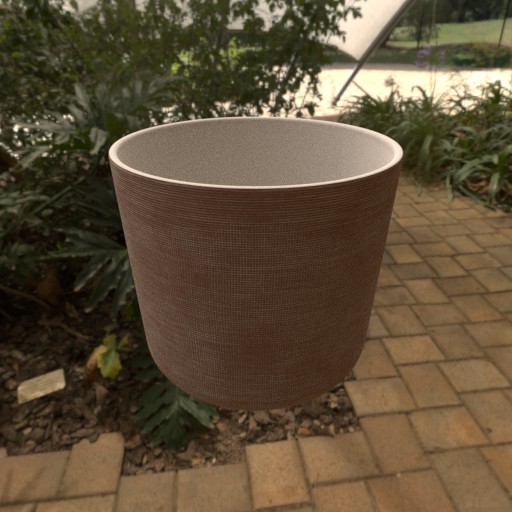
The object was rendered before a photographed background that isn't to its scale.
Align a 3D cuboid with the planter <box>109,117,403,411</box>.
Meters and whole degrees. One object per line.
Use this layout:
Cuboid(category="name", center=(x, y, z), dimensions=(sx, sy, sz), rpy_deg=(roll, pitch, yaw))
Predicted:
Cuboid(category="planter", center=(0.000, 0.000, 0.780), dimensions=(0.440, 0.398, 0.440), rpy_deg=(0, 27, 0))
